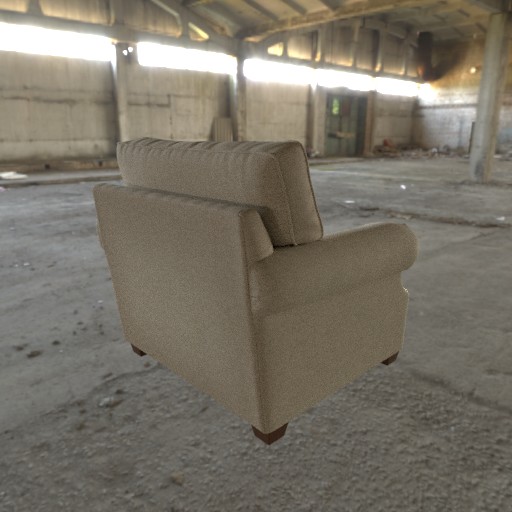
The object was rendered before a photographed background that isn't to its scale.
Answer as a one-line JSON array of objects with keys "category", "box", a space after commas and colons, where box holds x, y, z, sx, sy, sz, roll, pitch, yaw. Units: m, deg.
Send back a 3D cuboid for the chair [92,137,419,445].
[{"category": "chair", "box": [0.000, 0.000, 1.860, 0.965, 0.961, 1.092, -14, 21, -42]}]
